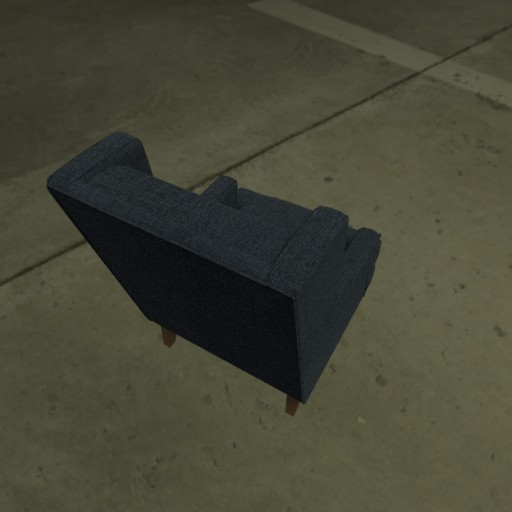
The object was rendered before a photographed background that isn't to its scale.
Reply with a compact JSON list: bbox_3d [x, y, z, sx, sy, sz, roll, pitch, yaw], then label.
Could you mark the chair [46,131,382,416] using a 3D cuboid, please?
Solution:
[{"bbox_3d":[0.000,0.000,1.704,0.764,1.072,0.947,23,51,20],"label":"chair"}]
